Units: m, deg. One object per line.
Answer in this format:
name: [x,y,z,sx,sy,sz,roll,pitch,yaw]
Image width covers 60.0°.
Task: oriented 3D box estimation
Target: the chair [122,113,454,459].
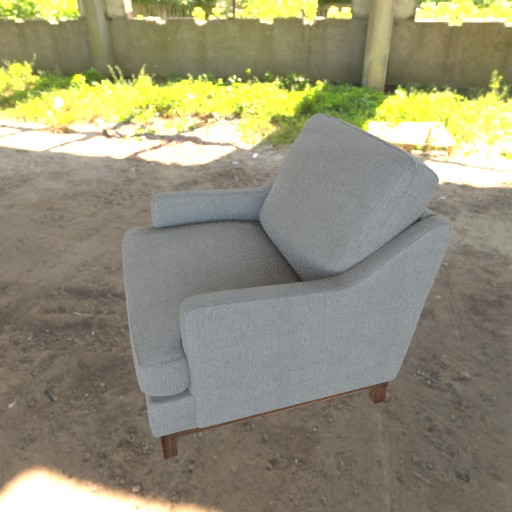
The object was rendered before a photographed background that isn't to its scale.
chair: [0.000,0.000,1.528,0.892,0.821,0.826,-9,31,-15]
